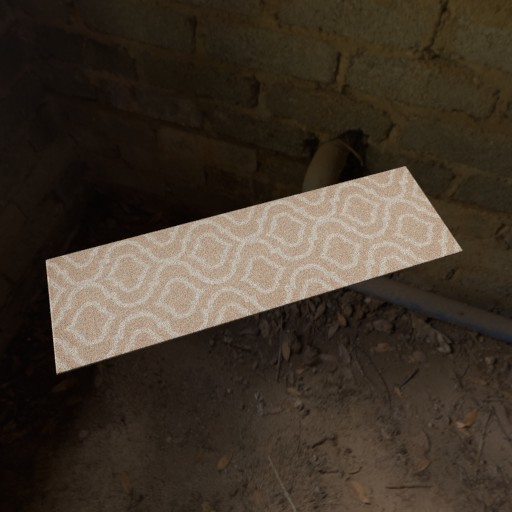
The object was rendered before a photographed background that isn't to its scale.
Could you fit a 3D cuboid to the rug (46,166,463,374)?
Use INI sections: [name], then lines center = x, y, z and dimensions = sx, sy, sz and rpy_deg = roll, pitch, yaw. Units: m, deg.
[rug]
center = 0.000, 0.000, 2.540
dimensions = 2.289, 0.013, 0.691
rpy_deg = -16, 60, -9
